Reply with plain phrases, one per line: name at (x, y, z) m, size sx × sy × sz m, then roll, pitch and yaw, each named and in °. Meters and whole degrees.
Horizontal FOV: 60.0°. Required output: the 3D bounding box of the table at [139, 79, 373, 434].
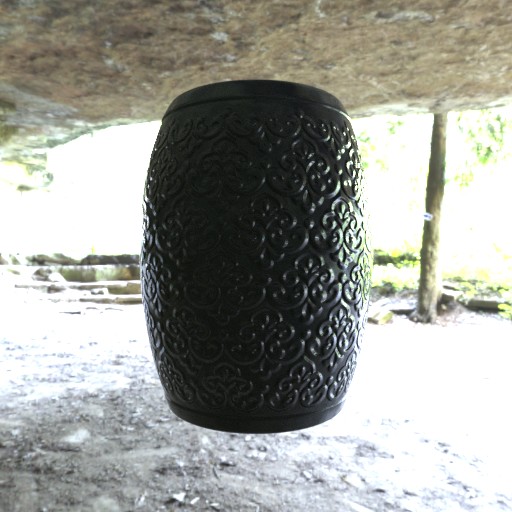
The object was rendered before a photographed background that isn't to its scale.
table at (0.000, 0.000, 0.605) m, size 0.309 × 0.397 × 0.309 m, roll 0°, pitch 1°, yaw 0°
